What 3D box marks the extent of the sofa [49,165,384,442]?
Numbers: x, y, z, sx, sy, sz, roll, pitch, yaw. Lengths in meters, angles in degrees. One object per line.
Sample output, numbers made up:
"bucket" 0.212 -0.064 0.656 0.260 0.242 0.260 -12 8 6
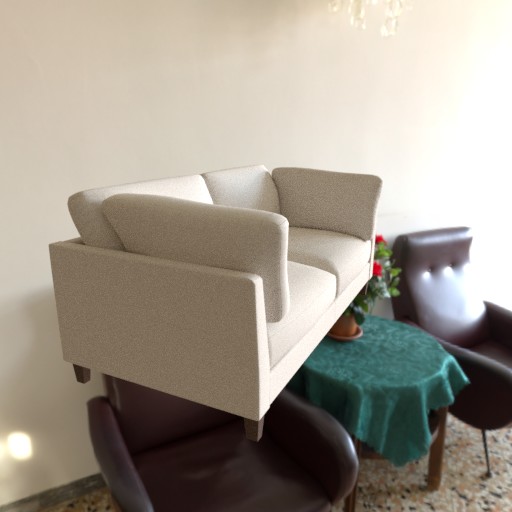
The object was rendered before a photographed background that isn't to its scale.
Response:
"sofa" 0.000 0.000 2.326 0.970 0.836 1.776 8 17 25
